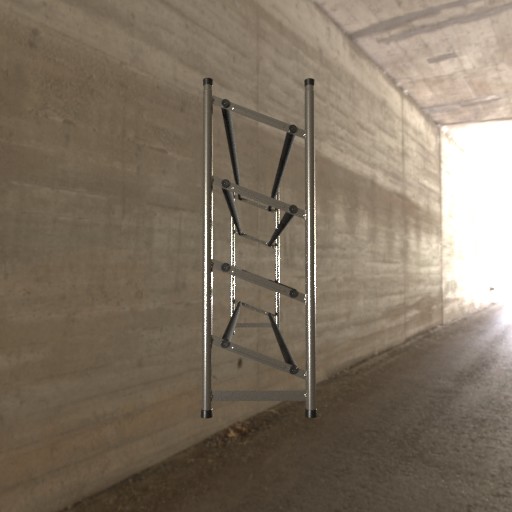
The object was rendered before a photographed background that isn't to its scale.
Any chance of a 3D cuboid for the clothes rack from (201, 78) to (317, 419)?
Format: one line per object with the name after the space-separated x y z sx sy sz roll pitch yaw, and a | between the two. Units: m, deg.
0.000 0.000 1.454 0.229 0.672 1.168 0 -2 -1 | clothes rack
